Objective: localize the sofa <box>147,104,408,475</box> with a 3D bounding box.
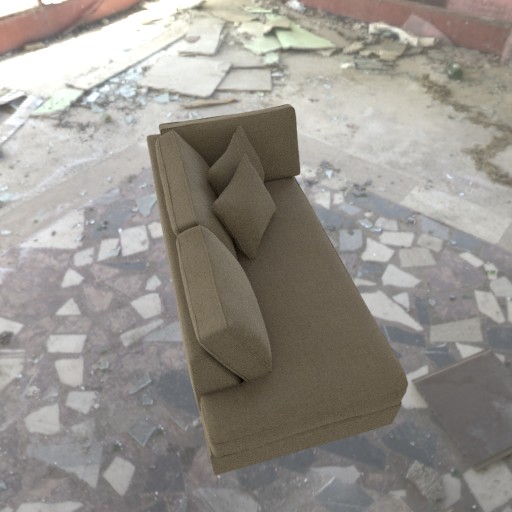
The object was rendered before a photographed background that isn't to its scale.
[{"bbox_3d":[0.000,0.000,2.864,1.110,1.019,2.238,-11,48,-10],"label":"sofa"}]
